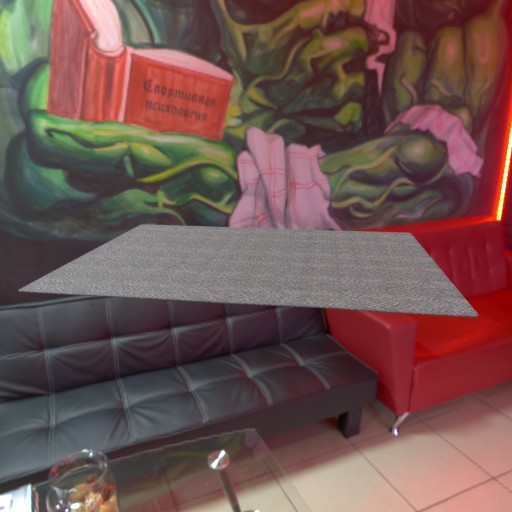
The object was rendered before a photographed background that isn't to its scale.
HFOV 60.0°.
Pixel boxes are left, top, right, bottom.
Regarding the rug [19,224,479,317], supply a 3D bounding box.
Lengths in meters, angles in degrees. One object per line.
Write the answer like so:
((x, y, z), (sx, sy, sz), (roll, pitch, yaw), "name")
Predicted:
((0.000, 0.000, 5.106), (3.957, 0.011, 2.894), (2, 16, 8), "rug")
